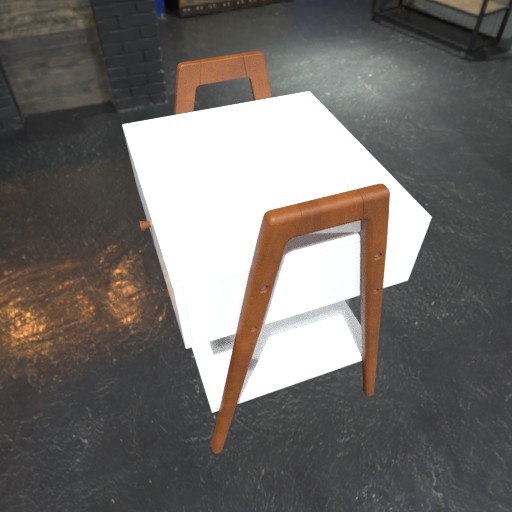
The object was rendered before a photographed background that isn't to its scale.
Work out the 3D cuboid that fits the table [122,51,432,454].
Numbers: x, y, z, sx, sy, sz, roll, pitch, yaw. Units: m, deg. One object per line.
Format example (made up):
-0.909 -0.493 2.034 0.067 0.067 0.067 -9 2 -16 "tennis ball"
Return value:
0.000 0.000 0.882 0.405 0.610 0.457 -15 48 -14 "table"
